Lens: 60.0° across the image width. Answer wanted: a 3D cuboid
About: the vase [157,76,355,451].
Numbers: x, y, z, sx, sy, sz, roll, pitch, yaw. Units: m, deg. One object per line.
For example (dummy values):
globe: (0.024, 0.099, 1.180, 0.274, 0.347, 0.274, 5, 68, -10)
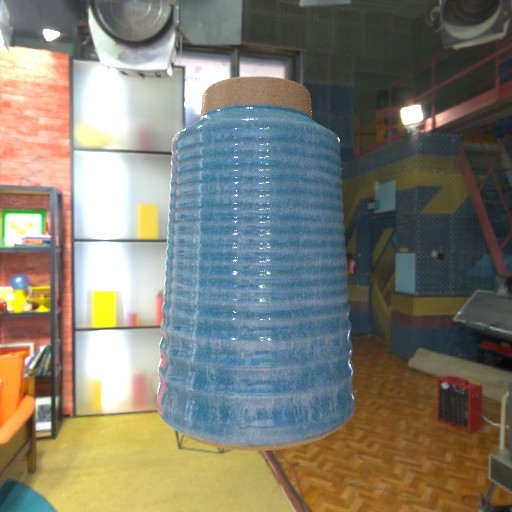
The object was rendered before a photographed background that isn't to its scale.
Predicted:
vase: (0.000, 0.000, 0.372, 0.163, 0.267, 0.163, 0, 1, 0)
